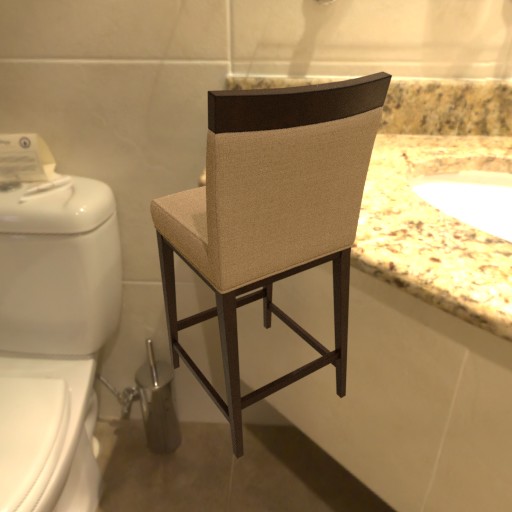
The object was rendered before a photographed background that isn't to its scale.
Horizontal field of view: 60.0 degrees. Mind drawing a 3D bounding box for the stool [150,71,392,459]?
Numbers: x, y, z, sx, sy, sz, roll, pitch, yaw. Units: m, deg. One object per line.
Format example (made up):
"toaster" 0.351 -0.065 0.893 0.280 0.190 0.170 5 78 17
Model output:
"stool" 0.000 0.000 1.431 0.511 1.117 0.531 -18 35 -29
